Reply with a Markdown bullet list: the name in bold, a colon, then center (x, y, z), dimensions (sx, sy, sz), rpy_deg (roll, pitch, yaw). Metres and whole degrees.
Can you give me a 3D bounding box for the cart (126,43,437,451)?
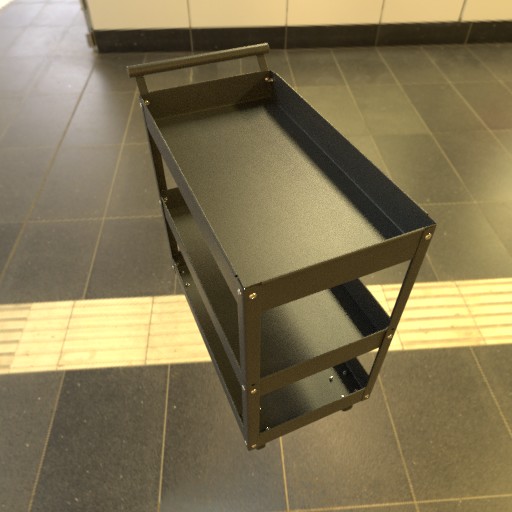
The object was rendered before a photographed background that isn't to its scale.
- **cart**: center (0.000, 0.000, 1.157), dimensions (0.366, 0.780, 0.719), rpy_deg (-17, 48, -16)
